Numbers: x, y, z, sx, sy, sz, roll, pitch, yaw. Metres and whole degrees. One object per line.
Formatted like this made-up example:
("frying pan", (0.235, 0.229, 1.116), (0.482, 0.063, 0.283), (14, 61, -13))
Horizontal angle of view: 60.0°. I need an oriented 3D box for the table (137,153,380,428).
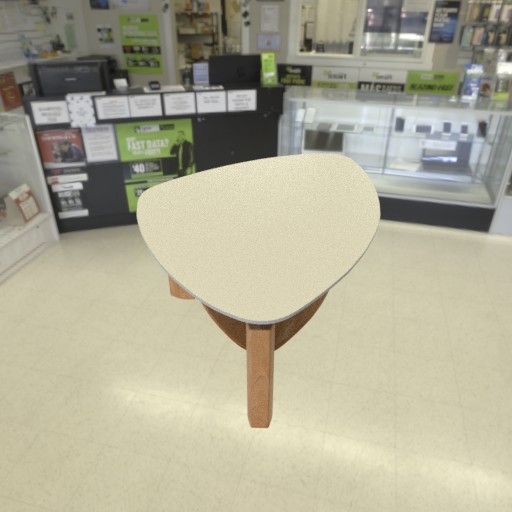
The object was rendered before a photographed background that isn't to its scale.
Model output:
("table", (0.000, 0.000, 1.672), (0.850, 0.440, 1.250), (9, 32, 15))
